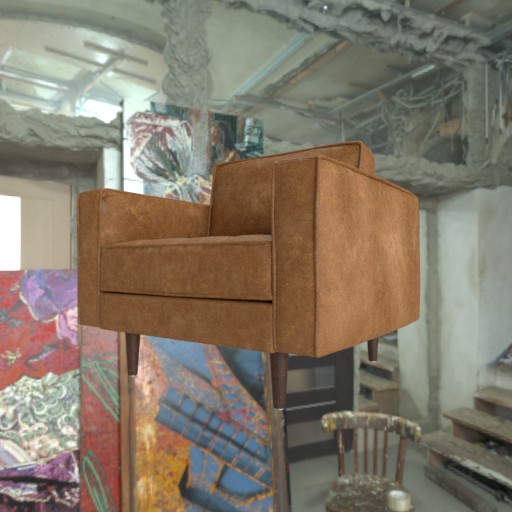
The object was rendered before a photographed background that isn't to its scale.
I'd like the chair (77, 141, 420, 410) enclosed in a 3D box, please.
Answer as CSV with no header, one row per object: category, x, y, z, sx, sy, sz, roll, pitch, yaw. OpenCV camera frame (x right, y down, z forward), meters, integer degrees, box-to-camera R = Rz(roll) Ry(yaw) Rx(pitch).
chair,0.000,0.000,1.500,0.928,0.767,0.798,-1,-1,35
